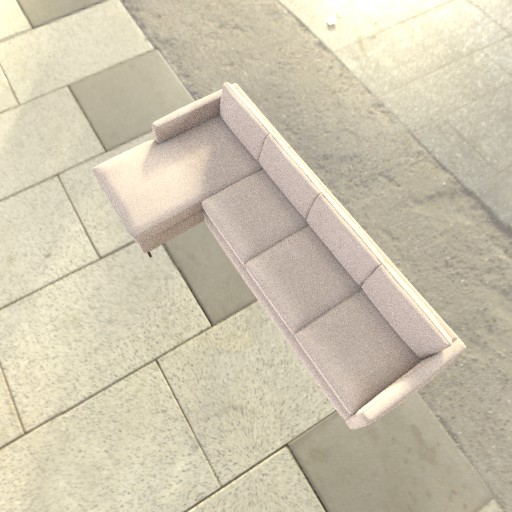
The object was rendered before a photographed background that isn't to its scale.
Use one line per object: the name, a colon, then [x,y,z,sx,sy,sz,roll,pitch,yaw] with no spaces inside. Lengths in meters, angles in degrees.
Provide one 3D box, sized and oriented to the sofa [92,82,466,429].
sofa: [0.000,0.000,3.472,1.469,0.816,2.923,-31,69,-14]
